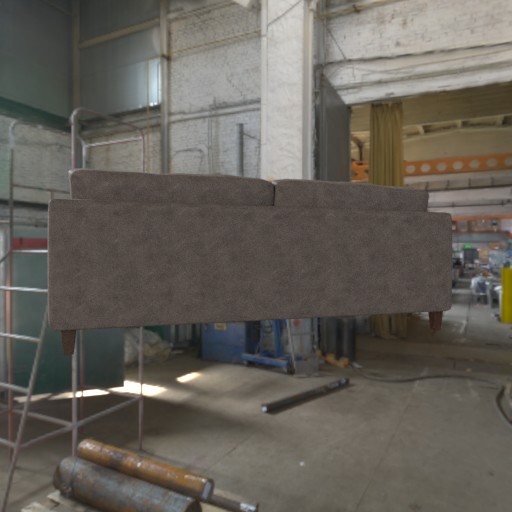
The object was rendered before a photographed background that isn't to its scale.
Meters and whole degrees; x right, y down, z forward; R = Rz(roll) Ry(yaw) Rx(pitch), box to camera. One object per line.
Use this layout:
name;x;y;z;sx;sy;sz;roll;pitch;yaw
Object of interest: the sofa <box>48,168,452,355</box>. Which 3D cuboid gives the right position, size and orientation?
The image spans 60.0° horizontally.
sofa;0.000;0.000;2.949;2.434;0.965;0.951;0;0;-18
